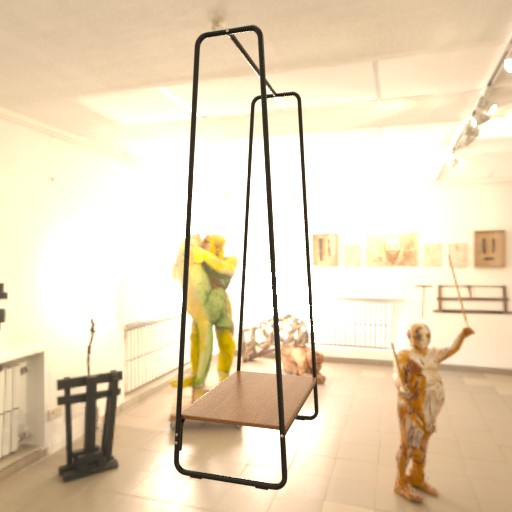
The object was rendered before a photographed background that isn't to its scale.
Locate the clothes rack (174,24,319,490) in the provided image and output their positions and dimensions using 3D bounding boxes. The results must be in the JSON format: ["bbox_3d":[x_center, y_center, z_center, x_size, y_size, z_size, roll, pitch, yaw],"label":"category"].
[{"bbox_3d":[0.000,0.000,1.759,0.400,1.500,0.640,0,0,17],"label":"clothes rack"}]
